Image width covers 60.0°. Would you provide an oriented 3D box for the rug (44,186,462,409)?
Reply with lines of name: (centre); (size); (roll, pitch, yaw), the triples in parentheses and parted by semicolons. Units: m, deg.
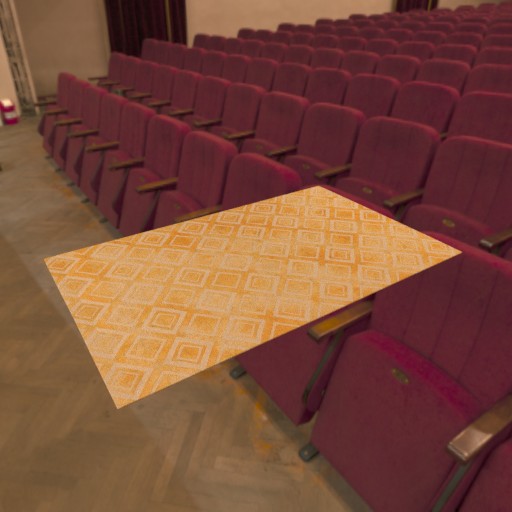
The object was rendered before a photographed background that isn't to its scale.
rug: (0.000, 0.000, 3.010); (2.424, 0.010, 1.511); (-19, 35, -29)
